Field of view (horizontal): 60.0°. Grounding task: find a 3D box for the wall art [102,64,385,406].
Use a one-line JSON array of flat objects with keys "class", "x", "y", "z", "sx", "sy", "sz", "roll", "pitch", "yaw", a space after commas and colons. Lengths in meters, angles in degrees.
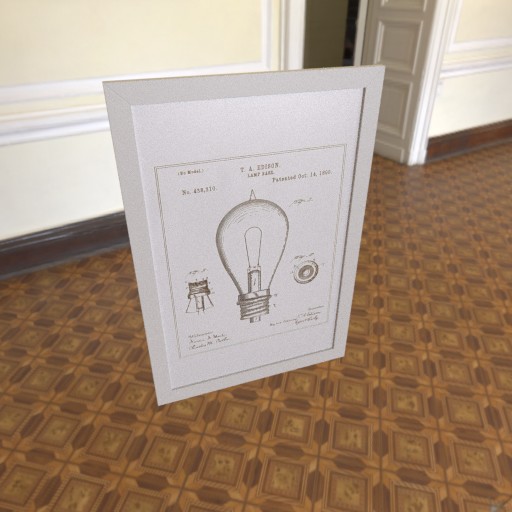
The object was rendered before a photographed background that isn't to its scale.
[{"class": "wall art", "x": 0.000, "y": 0.000, "z": 0.613, "sx": 0.325, "sy": 0.474, "sz": 0.010, "roll": -10, "pitch": 33, "yaw": -16}]
